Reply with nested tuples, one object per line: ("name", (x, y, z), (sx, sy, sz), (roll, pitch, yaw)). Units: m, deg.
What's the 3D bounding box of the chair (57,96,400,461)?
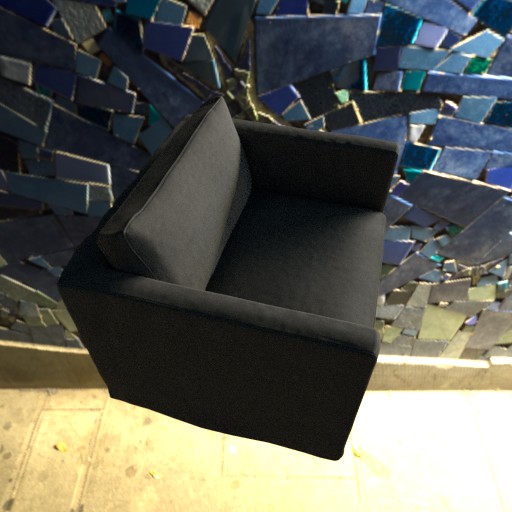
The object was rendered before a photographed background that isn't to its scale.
("chair", (0.000, 0.000, 1.707), (0.949, 0.863, 1.057), (11, 47, 11))
